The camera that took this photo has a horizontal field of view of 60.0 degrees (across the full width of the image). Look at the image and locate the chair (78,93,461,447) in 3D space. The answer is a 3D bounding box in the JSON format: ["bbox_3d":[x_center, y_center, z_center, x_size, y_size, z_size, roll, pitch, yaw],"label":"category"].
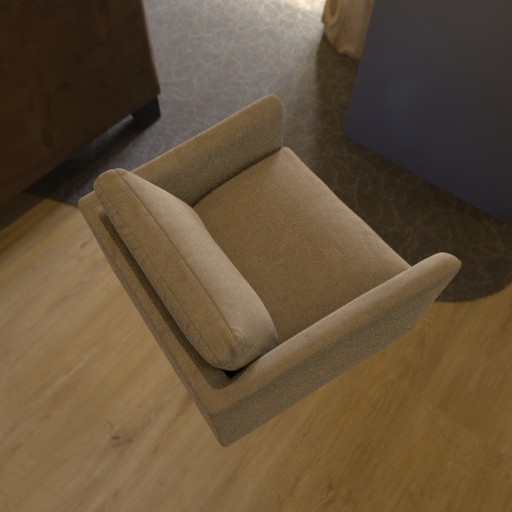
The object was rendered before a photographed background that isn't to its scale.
[{"bbox_3d":[0.000,0.000,1.934,1.091,0.845,1.190,-31,63,-18],"label":"chair"}]
